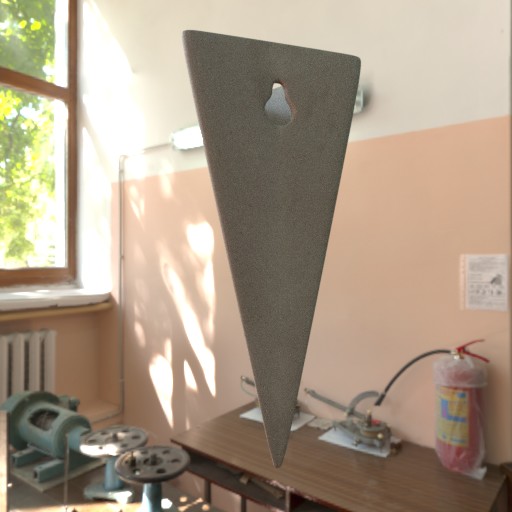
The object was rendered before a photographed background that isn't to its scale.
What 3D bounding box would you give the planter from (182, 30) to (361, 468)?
[{"bbox_3d":[0.000,0.000,0.270,0.101,0.224,0.081,0,0,-18],"label":"planter"}]
